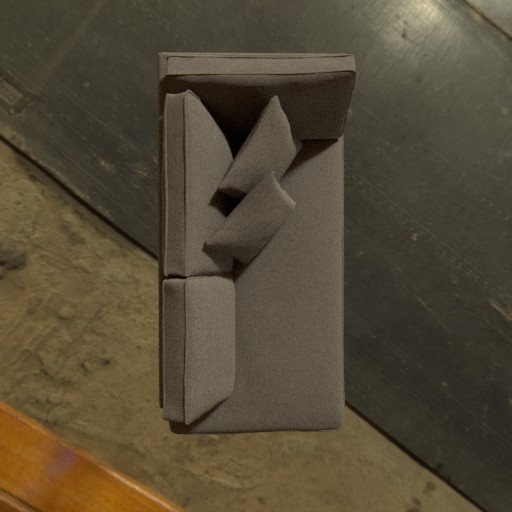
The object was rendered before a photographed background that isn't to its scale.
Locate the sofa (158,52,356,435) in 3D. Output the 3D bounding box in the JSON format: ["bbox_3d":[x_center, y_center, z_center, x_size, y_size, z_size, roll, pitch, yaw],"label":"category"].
[{"bbox_3d":[0.000,0.000,2.739,1.110,1.033,2.237,0,91,0],"label":"sofa"}]
